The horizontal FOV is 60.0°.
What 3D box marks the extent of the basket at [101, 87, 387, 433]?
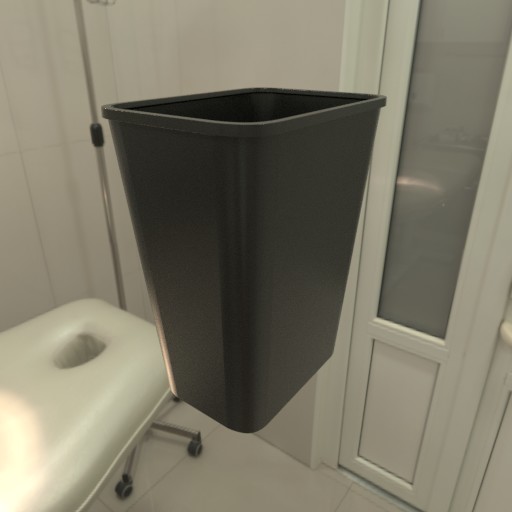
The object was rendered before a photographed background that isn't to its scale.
[{"bbox_3d":[0.000,0.000,0.781,0.287,0.521,0.394,18,31,33],"label":"basket"}]
